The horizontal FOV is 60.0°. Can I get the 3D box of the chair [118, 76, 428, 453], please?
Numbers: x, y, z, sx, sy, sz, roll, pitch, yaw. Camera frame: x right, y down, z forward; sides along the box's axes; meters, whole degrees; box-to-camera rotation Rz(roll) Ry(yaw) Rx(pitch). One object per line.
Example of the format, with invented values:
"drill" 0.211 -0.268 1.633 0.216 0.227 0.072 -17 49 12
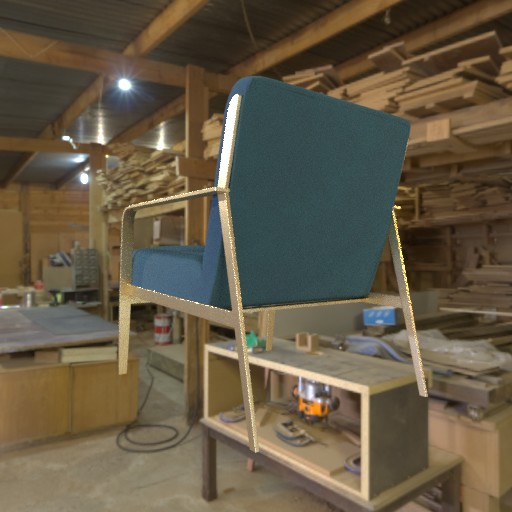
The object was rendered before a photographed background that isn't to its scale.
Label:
"chair" 0.000 0.000 1.465 0.692 0.831 0.859 0 0 -36
